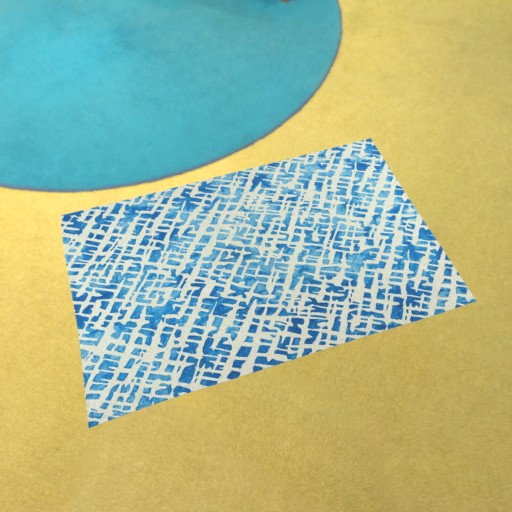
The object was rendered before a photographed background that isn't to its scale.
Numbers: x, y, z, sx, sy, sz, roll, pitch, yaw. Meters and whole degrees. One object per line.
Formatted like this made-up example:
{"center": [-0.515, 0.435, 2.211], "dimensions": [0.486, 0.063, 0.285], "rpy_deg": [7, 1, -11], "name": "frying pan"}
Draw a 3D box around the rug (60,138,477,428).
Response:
{"center": [0.000, 0.000, 2.987], "dimensions": [2.447, 0.011, 1.520], "rpy_deg": [-16, 60, -9], "name": "rug"}
